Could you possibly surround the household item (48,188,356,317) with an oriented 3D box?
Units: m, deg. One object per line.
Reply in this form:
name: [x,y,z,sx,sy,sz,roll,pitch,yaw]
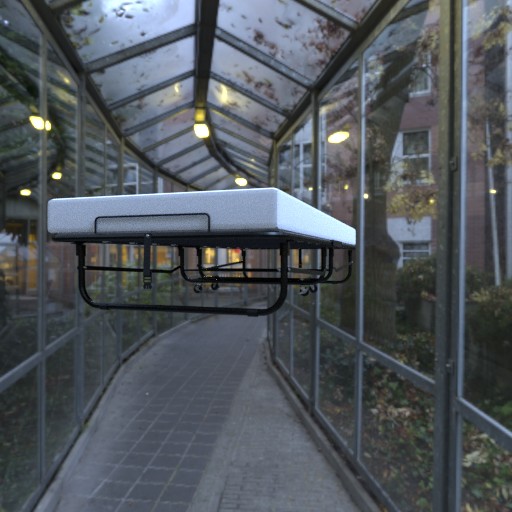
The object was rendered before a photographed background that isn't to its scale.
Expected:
household item: [0.000,0.000,2.133,0.787,0.356,1.905,0,0,19]
